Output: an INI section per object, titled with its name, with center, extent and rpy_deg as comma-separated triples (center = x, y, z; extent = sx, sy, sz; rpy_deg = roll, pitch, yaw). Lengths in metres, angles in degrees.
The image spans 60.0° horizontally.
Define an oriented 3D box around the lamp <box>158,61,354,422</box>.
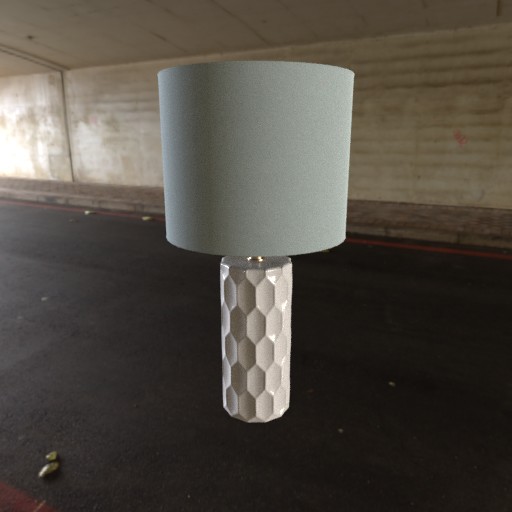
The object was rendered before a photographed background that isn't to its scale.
[lamp]
center = 0.000, 0.000, 0.706
extent = 0.277, 0.534, 0.277
rpy_deg = -9, 17, -29
